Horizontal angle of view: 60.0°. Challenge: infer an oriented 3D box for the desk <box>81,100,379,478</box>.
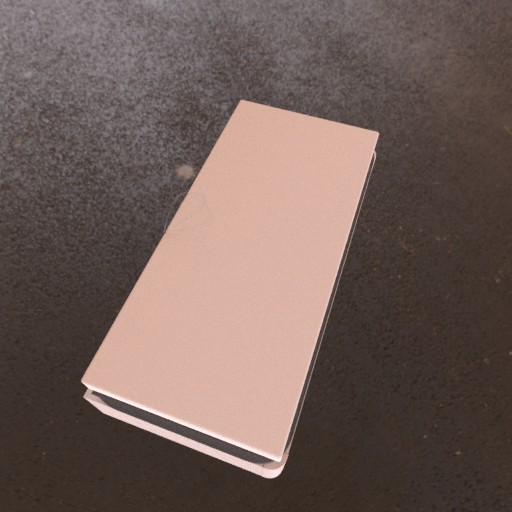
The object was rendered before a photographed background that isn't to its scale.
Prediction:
[{"bbox_3d":[0.000,0.000,2.335,0.900,0.526,1.900,17,59,10],"label":"desk"}]
